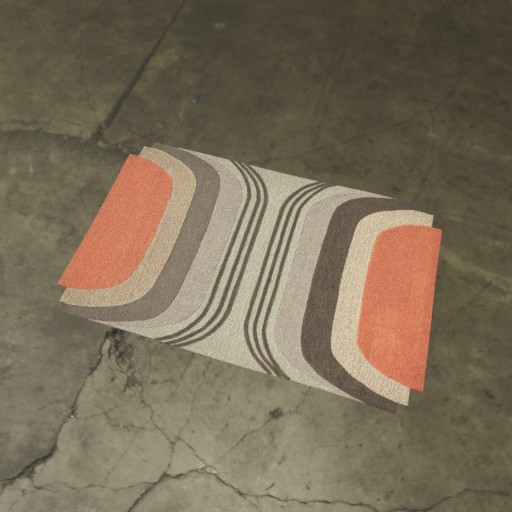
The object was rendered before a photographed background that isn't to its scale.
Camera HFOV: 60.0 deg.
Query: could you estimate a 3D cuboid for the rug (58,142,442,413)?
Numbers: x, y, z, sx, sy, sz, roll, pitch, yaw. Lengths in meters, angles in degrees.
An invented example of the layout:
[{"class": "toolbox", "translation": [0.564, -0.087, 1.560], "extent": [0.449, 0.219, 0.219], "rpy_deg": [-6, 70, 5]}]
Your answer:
[{"class": "rug", "translation": [0.000, 0.000, 3.083], "extent": [2.446, 0.017, 1.530], "rpy_deg": [15, 63, 8]}]
